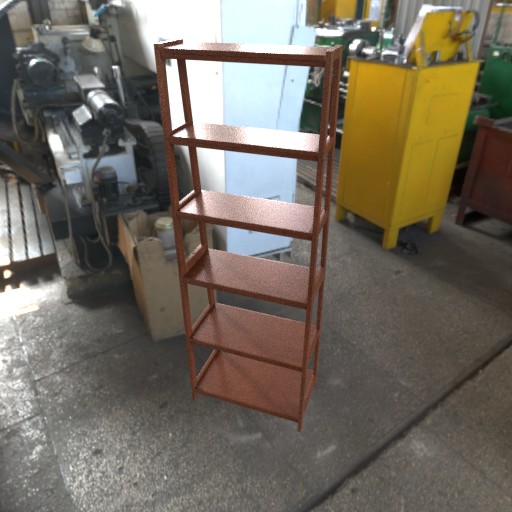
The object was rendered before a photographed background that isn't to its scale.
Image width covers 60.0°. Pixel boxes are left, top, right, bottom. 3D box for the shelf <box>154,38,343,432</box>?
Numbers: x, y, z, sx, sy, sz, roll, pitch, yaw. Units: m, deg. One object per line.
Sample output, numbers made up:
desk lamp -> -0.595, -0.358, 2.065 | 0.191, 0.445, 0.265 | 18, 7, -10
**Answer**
shelf -> 0.000, 0.000, 2.162 | 0.660, 1.892, 0.382 | 11, 33, 17
